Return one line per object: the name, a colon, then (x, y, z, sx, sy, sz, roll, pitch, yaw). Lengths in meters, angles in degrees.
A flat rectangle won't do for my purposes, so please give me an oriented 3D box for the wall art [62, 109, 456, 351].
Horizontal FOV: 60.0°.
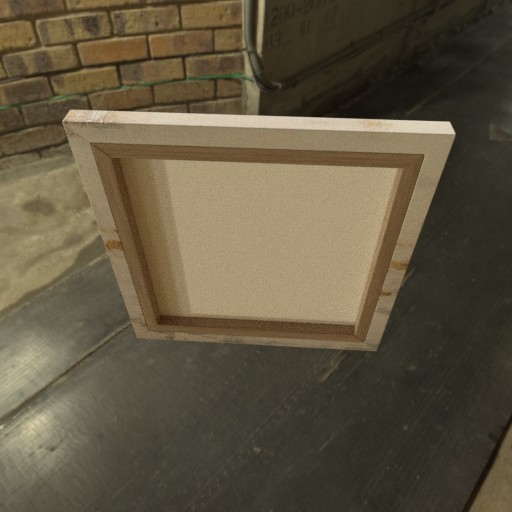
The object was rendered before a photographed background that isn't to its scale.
wall art: (0.000, 0.000, 0.919, 0.611, 0.613, 0.040, 3, 46, 3)
